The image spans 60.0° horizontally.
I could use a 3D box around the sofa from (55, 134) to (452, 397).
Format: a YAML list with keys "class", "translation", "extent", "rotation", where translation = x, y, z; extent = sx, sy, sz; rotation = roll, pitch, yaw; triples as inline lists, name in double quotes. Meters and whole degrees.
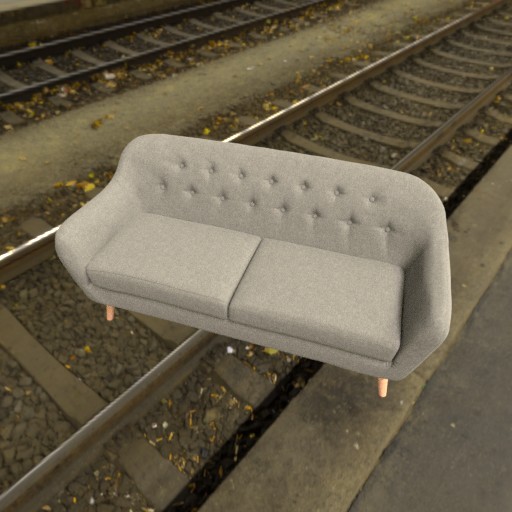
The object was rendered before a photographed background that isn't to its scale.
- class: "sofa"
  translation: [0.000, 0.000, 2.288]
  extent: [1.840, 0.820, 0.820]
  rotation: [12, 42, 14]
